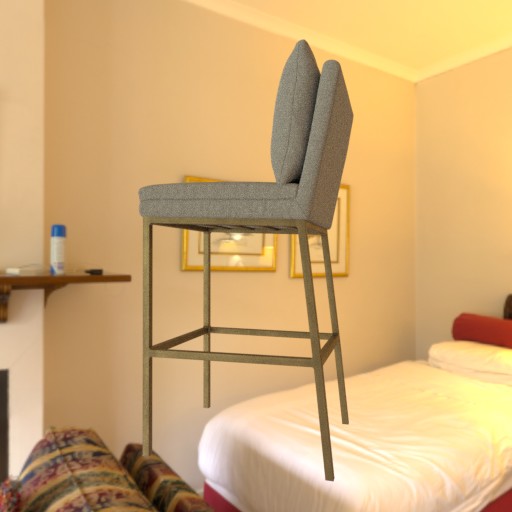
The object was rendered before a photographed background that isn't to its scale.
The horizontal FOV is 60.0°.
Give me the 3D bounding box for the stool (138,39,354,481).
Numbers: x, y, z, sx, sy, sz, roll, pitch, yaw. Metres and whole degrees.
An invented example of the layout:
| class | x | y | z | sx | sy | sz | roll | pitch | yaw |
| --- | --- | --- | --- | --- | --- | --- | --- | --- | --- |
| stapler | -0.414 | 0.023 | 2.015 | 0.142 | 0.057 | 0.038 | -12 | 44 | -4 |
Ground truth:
| class | x | y | z | sx | sy | sz | roll | pitch | yaw |
| --- | --- | --- | --- | --- | --- | --- | --- | --- | --- |
| stool | 0.000 | 0.000 | 1.390 | 0.569 | 1.132 | 0.463 | 0 | 0 | 17 |
